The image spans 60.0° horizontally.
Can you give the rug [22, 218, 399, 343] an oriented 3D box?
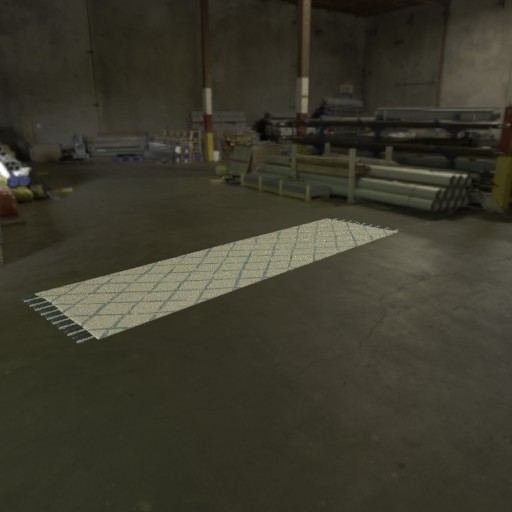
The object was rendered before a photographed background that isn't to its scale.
[{"bbox_3d":[0.000,0.000,2.570,0.620,0.008,2.372,16,23,42],"label":"rug"}]
